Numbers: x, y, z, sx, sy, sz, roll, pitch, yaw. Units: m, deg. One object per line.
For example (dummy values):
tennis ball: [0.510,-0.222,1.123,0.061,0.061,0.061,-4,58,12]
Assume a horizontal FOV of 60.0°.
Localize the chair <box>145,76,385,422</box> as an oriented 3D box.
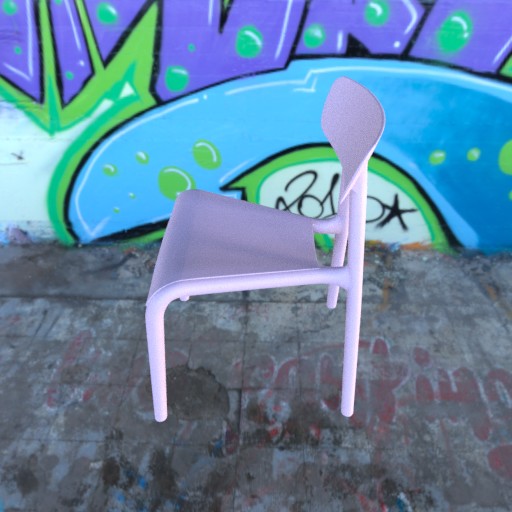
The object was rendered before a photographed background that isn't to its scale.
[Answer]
chair: [0.000,0.000,0.832,0.401,0.580,0.356,1,40,1]
